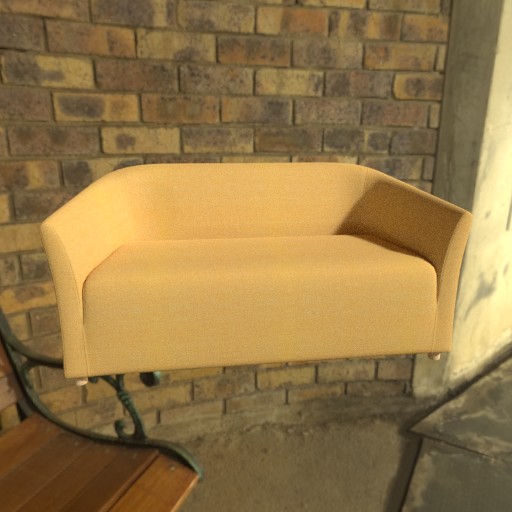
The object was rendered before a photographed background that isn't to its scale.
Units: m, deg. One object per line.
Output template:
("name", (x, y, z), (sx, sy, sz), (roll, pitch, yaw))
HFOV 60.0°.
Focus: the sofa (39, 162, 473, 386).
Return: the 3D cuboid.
("sofa", (0.000, 0.000, 1.840), (1.452, 0.721, 0.705), (-2, 15, -8))
